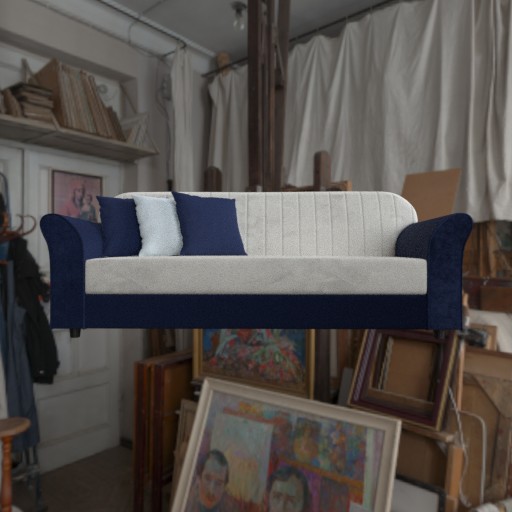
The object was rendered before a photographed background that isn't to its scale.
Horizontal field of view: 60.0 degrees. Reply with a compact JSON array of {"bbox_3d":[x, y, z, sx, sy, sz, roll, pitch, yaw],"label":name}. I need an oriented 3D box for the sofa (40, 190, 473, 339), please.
[{"bbox_3d":[0.000,0.000,2.413,2.006,0.789,0.749,0,-1,1],"label":"sofa"}]
